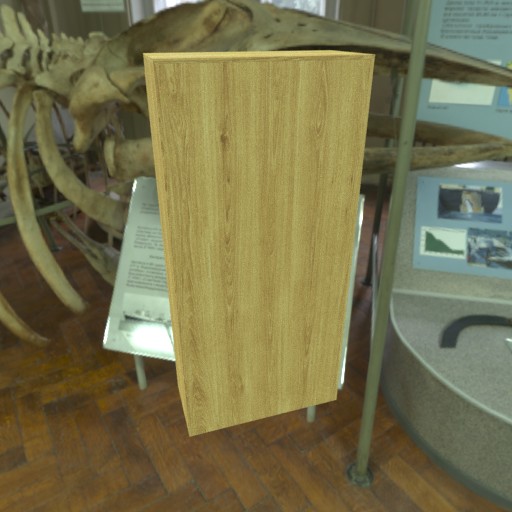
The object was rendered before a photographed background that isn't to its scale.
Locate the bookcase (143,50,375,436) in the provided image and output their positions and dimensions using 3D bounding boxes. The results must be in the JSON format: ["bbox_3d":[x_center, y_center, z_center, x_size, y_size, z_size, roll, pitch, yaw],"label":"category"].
[{"bbox_3d":[0.000,0.000,2.431,0.950,2.020,0.420,-8,28,-16],"label":"bookcase"}]
